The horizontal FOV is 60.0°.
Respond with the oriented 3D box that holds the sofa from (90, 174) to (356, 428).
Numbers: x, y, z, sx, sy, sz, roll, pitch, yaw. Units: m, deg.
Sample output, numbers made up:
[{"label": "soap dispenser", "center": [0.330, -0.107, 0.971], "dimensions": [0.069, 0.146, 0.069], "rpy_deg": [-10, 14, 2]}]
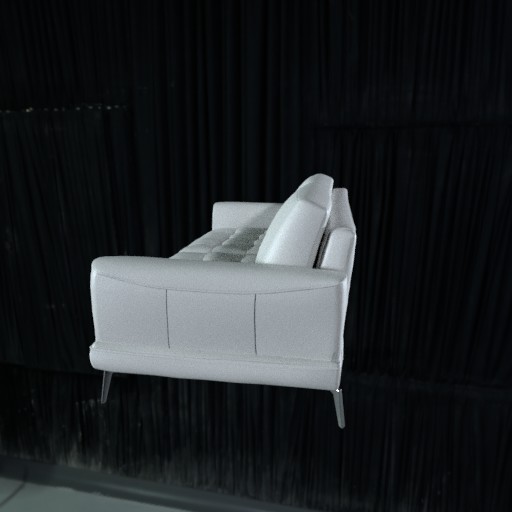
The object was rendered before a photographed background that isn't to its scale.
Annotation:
[{"label": "sofa", "center": [0.000, 0.000, 2.757], "dimensions": [1.121, 0.930, 2.177], "rpy_deg": [2, 14, 10]}]
